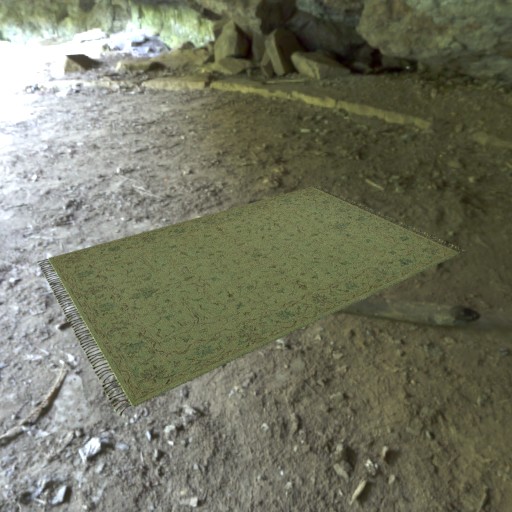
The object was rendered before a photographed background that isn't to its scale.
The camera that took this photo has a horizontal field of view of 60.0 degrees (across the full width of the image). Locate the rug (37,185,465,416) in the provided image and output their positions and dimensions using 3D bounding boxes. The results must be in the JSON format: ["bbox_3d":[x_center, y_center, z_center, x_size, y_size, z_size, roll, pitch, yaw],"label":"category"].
[{"bbox_3d":[0.000,0.000,2.956,2.435,0.010,1.544,-19,35,-30],"label":"rug"}]
